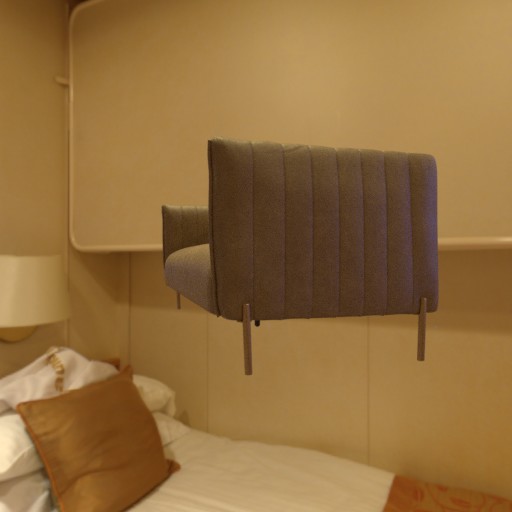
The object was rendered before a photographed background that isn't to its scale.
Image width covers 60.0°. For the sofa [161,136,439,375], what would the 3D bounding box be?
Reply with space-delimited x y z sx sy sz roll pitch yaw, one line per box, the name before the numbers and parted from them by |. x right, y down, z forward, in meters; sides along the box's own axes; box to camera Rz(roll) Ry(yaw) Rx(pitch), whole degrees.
sofa | 0.000 0.000 2.440 0.876 0.779 1.980 0 0 -17
